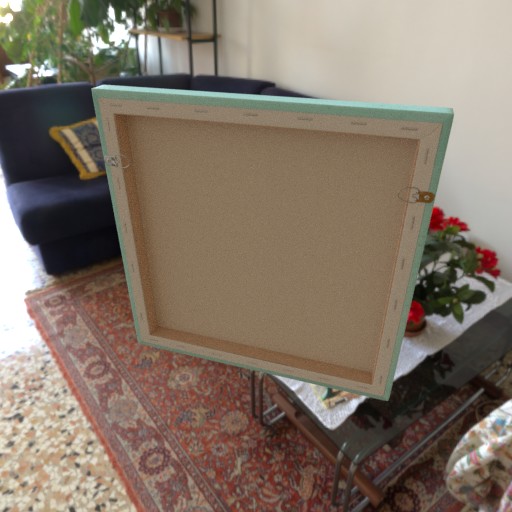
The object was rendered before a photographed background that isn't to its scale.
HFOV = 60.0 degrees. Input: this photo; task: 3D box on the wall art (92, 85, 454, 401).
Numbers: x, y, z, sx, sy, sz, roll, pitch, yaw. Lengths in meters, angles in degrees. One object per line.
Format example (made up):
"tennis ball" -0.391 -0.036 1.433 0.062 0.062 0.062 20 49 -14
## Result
"wall art" 0.000 0.000 1.114 0.765 0.766 0.054 9 33 15
